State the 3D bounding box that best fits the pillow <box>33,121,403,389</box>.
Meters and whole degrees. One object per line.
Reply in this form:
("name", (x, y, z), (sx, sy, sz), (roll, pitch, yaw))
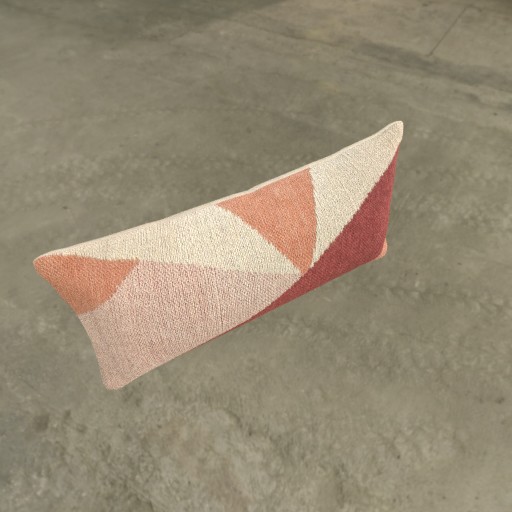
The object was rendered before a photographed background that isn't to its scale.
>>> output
("pillow", (0.000, 0.000, 0.733), (0.609, 0.292, 0.155), (-24, 52, -20))
